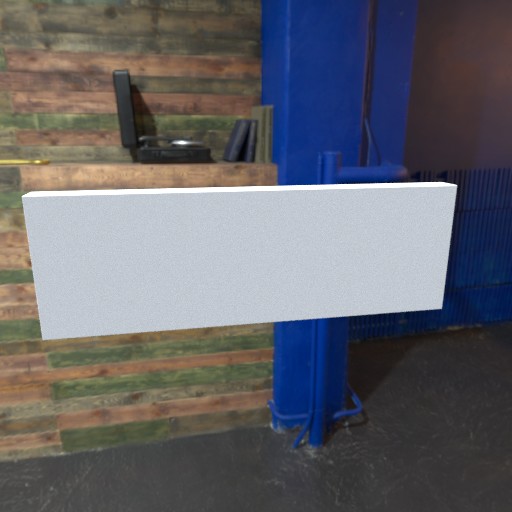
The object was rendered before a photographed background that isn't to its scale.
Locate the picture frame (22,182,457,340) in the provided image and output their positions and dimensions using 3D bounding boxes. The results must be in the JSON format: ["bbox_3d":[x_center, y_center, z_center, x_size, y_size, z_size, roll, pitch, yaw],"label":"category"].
[{"bbox_3d":[0.000,0.000,0.822,0.759,0.250,0.050,-3,16,-10],"label":"picture frame"}]
